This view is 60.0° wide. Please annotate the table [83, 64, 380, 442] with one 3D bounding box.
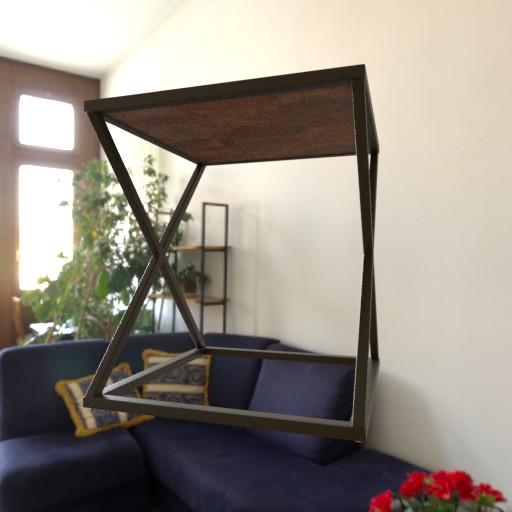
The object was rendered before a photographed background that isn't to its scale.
[{"bbox_3d":[0.000,0.000,0.967,0.500,0.565,0.500,0,-1,18],"label":"table"}]
